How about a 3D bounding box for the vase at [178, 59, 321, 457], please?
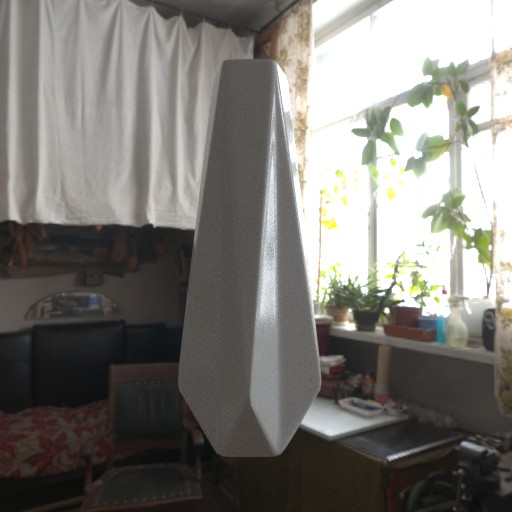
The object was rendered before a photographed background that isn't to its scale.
[{"bbox_3d":[0.000,0.000,0.395,0.116,0.329,0.122,0,-1,18],"label":"vase"}]
